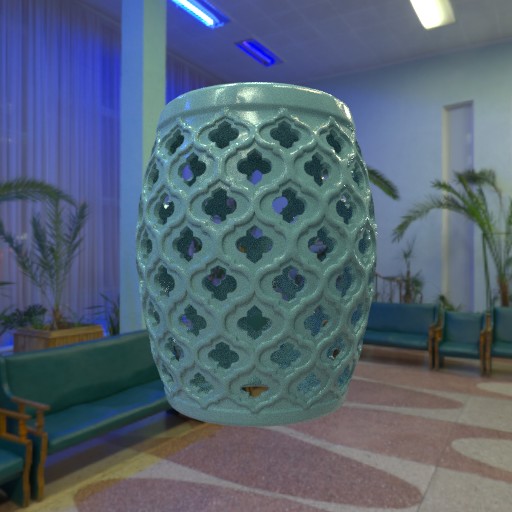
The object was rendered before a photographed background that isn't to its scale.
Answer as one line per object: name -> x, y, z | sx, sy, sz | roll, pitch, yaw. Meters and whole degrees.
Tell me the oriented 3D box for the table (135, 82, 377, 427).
table -> 0.000, 0.000, 0.618 | 0.325, 0.388, 0.325 | 0, 0, 0
